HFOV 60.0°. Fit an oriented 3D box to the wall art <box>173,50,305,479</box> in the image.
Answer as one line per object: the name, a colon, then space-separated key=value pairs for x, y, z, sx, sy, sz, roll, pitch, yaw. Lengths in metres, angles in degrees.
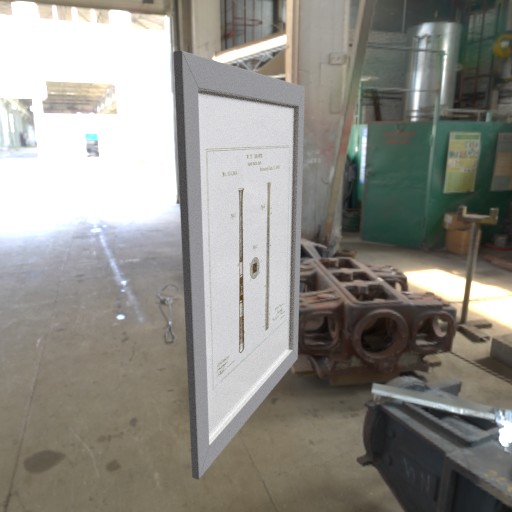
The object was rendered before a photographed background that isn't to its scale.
wall art: x=0.000 y=0.000 z=0.689 sx=0.012 sy=0.529 sz=0.374 roll=7 pitch=16 yaw=25
